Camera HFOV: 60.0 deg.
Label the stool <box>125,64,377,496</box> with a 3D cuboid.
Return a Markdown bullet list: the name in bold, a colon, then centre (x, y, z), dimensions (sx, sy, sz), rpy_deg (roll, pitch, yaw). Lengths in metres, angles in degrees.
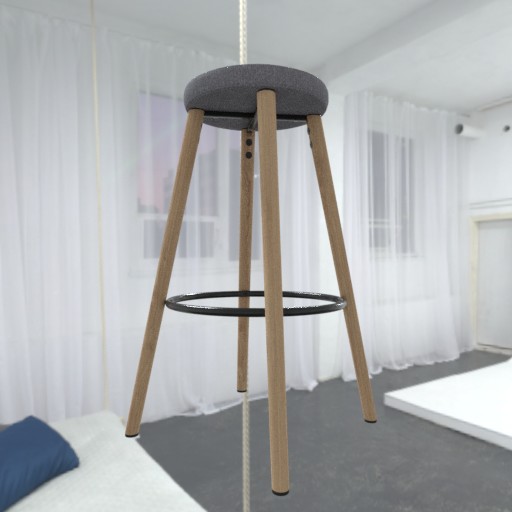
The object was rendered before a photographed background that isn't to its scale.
- **stool**: centre (0.000, 0.000, 0.992), dimensions (0.410, 0.770, 0.410), rpy_deg (0, 0, 36)
